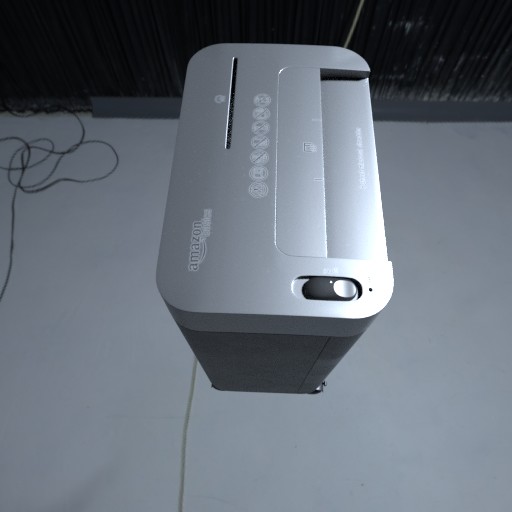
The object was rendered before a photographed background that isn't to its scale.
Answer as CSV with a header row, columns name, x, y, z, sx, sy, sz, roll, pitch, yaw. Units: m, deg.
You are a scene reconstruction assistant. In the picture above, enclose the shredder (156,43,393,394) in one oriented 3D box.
name,x,y,z,sx,sy,sz,roll,pitch,yaw
shredder,0.000,0.000,0.599,0.237,0.419,0.311,2,63,1
